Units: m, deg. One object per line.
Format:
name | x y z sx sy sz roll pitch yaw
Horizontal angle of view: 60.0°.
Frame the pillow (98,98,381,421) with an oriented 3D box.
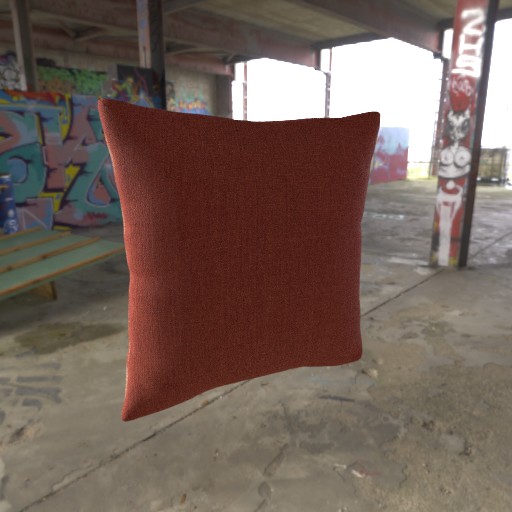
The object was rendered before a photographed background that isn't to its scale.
pillow | 0.000 0.000 0.668 0.429 0.434 0.159 -8 17 -26
